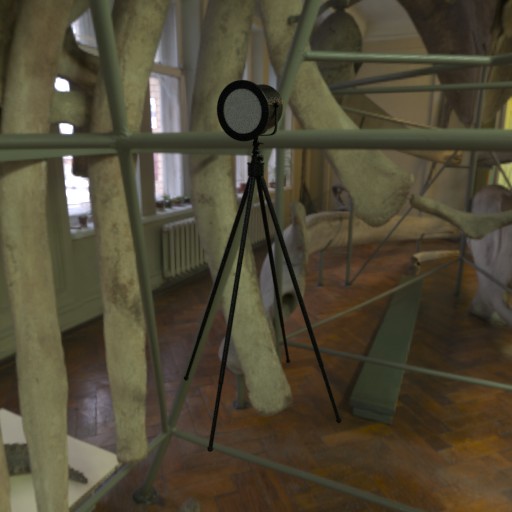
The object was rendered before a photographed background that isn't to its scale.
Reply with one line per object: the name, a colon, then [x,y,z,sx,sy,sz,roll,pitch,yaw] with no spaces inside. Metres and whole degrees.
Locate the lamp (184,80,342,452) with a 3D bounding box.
lamp: [0.000,0.000,2.052,0.879,1.504,0.884,7,16,25]
